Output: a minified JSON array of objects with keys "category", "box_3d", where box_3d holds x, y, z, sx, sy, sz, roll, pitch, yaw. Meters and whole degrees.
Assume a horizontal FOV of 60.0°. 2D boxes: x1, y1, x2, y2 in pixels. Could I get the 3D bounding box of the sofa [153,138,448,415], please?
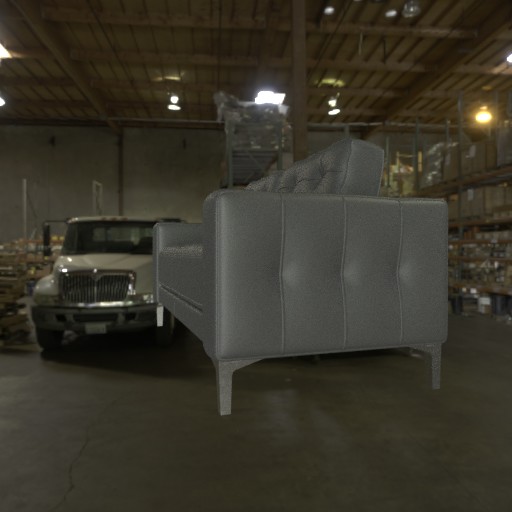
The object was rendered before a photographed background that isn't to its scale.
[{"category":"sofa","box_3d":[0.000,0.000,2.164,0.833,0.893,1.726,0,1,-19]}]
